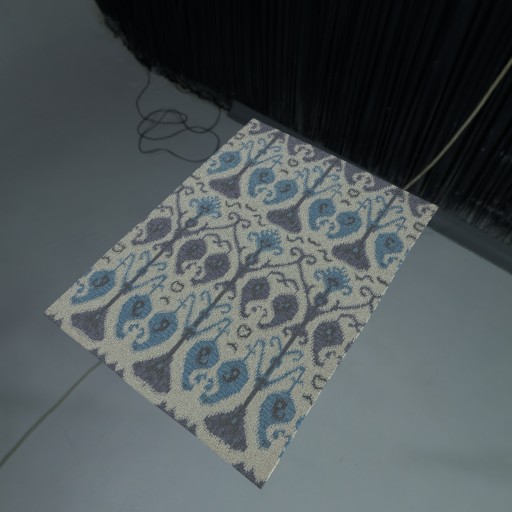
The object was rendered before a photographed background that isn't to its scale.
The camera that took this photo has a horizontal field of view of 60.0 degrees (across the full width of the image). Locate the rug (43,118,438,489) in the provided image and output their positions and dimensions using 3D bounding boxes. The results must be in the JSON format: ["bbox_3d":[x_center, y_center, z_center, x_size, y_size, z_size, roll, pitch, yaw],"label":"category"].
[{"bbox_3d":[0.000,0.000,2.997,1.676,0.013,2.261,31,62,19],"label":"rug"}]
